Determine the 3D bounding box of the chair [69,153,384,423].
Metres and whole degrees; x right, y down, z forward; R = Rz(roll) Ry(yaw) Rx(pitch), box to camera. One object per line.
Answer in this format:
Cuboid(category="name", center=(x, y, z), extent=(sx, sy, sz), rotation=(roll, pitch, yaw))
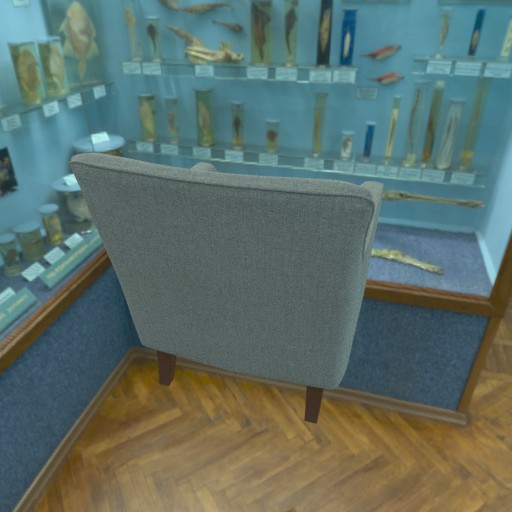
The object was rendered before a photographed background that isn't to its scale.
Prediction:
Cuboid(category="chair", center=(0.000, 0.000, 1.763), extent=(0.887, 1.047, 0.993), rotation=(9, 33, 15))
